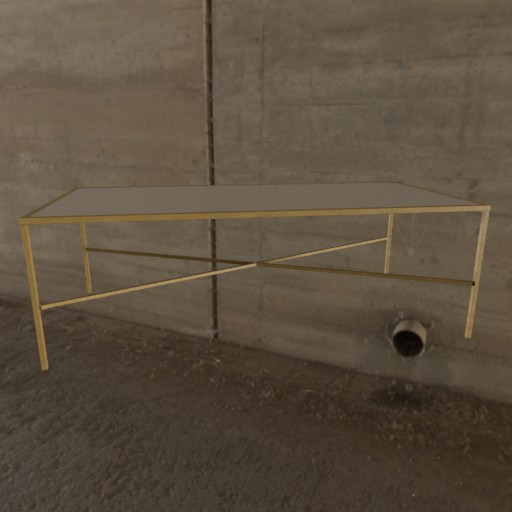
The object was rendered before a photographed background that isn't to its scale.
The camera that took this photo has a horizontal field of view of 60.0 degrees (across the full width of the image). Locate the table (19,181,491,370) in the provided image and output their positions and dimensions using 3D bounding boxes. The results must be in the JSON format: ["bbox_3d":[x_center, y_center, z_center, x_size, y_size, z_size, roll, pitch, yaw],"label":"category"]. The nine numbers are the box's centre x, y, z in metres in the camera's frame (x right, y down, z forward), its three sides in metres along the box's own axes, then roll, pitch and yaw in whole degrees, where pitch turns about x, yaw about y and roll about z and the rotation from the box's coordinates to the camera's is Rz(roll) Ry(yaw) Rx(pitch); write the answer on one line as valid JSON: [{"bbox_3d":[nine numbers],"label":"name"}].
[{"bbox_3d":[0.000,0.000,1.449,1.206,0.398,0.580,-2,16,-8],"label":"table"}]
